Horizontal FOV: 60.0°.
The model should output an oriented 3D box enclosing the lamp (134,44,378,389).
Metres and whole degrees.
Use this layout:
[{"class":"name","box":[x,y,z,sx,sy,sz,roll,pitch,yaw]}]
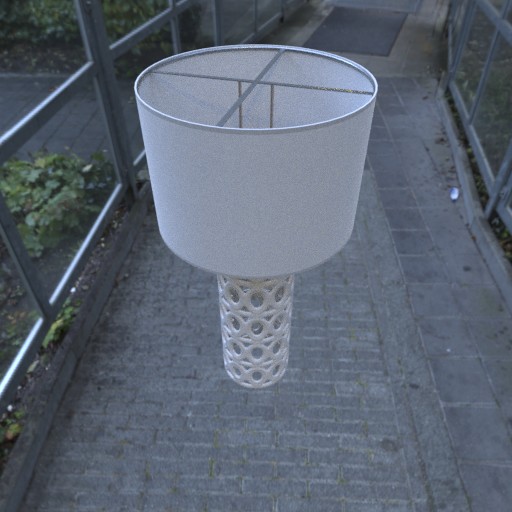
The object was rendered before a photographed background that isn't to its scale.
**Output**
[{"class":"lamp","box":[0.000,0.000,0.811,0.325,0.636,0.324,11,42,12]}]
